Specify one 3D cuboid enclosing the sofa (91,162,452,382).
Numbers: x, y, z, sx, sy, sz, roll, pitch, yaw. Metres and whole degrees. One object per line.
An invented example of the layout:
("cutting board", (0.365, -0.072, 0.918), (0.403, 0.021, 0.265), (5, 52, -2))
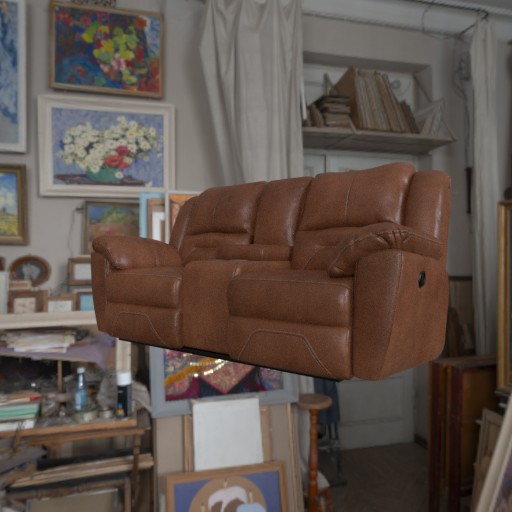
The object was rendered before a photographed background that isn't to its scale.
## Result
("sofa", (0.000, 0.000, 2.607), (2.058, 1.043, 0.991), (0, 0, 38))
